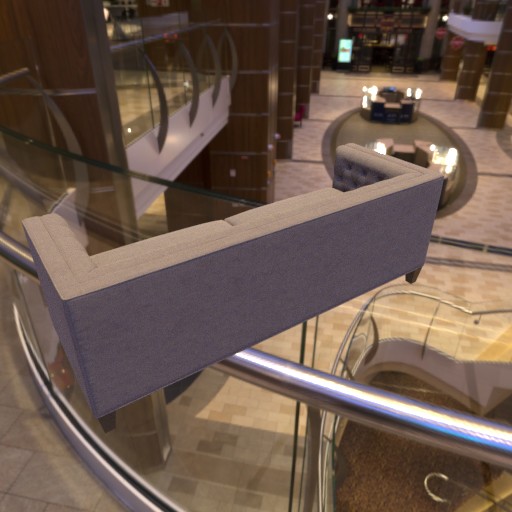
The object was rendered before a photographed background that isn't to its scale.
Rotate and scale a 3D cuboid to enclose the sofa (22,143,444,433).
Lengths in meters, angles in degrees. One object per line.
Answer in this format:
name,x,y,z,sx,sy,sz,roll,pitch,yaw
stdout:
sofa,0.000,0.000,2.529,2.159,0.762,0.775,-19,36,-29
